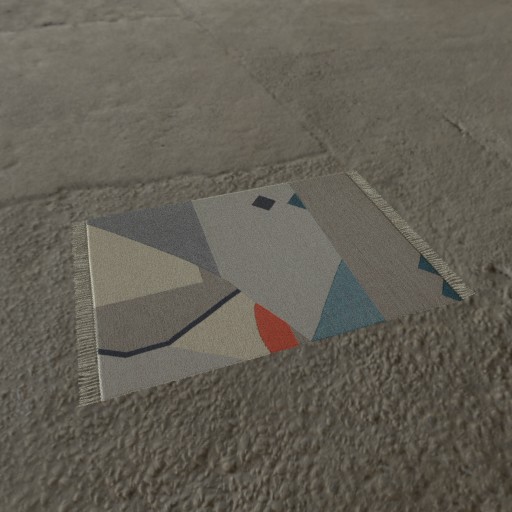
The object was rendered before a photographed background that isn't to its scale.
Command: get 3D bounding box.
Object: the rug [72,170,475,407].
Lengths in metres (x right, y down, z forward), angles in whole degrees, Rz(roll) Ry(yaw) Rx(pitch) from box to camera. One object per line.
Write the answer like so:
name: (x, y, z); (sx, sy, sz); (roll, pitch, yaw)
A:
rug: (0.000, 0.000, 2.331); (1.828, 0.005, 1.220); (-13, 43, -14)
